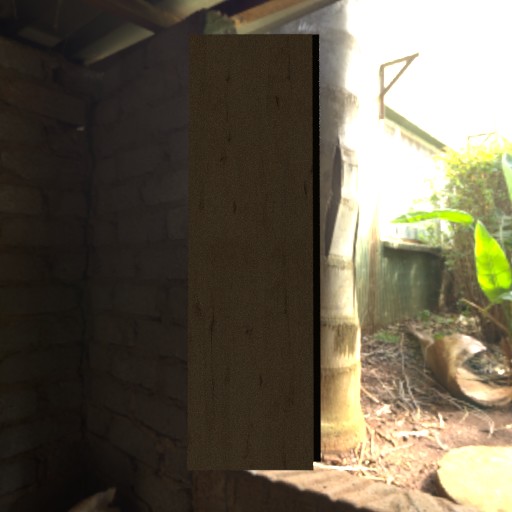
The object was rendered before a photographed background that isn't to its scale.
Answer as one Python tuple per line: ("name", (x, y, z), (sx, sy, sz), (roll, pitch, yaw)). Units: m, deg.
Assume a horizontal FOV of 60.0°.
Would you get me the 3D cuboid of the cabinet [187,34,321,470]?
("cabinet", (0.000, 0.000, 3.463), (0.660, 2.180, 2.500), (0, -2, 0))
